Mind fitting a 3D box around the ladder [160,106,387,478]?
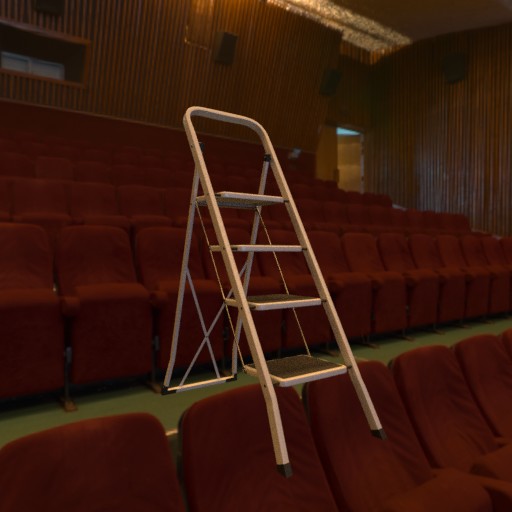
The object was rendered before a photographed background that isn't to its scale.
[{"bbox_3d":[0.000,0.000,1.767,0.460,1.265,0.914,0,0,-36],"label":"ladder"}]
